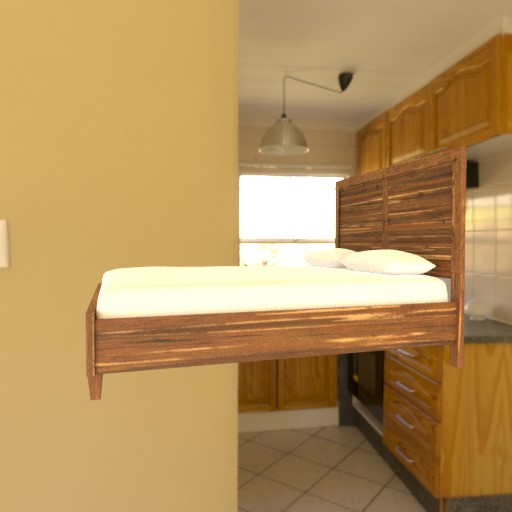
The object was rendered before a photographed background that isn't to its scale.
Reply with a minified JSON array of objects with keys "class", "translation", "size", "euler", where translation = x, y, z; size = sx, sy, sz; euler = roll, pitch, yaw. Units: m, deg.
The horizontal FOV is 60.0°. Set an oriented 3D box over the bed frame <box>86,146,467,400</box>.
[{"class":"bed frame","translation":[0.000,0.000,3.301],"size":[2.276,1.417,1.696],"euler":[-1,2,-18]}]
